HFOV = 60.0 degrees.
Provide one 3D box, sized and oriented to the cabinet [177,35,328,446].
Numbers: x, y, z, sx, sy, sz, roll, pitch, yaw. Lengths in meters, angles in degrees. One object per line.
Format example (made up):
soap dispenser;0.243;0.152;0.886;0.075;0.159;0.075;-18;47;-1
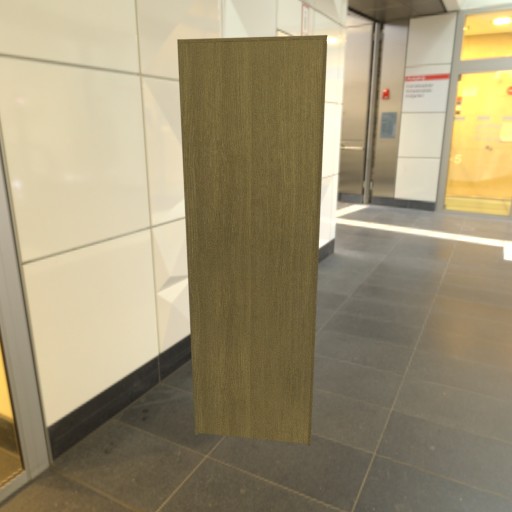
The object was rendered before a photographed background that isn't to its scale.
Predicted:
cabinet;0.000;0.000;1.862;0.520;1.630;0.255;2;16;8
